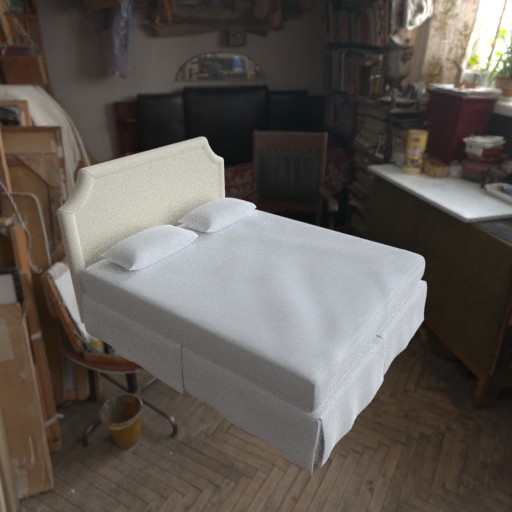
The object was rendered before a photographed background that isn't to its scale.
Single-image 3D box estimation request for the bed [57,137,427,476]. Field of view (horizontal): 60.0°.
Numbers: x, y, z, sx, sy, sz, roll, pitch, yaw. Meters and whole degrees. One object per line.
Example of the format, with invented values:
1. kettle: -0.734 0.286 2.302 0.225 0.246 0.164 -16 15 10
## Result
1. bed: 0.000 0.000 4.184 2.773 1.590 2.350 19 33 32
